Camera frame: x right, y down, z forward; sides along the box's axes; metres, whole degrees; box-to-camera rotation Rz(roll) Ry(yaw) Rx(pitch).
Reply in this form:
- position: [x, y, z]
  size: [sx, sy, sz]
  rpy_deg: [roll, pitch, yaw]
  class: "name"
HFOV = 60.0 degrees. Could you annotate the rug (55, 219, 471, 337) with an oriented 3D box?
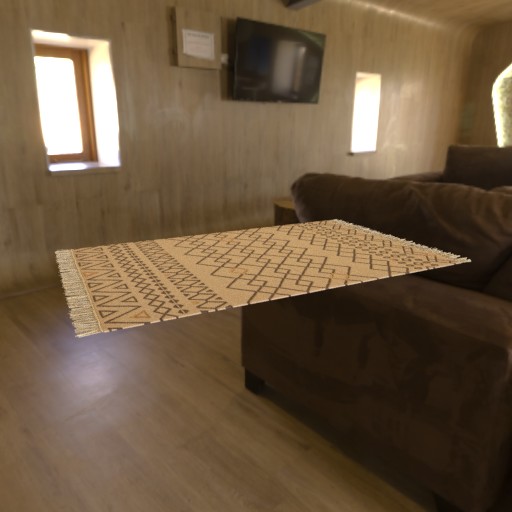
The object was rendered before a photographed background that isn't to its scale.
- position: [0.000, 0.000, 2.486]
  size: [2.023, 0.028, 1.224]
  rpy_deg: [-8, 18, -26]
  class: "rug"
